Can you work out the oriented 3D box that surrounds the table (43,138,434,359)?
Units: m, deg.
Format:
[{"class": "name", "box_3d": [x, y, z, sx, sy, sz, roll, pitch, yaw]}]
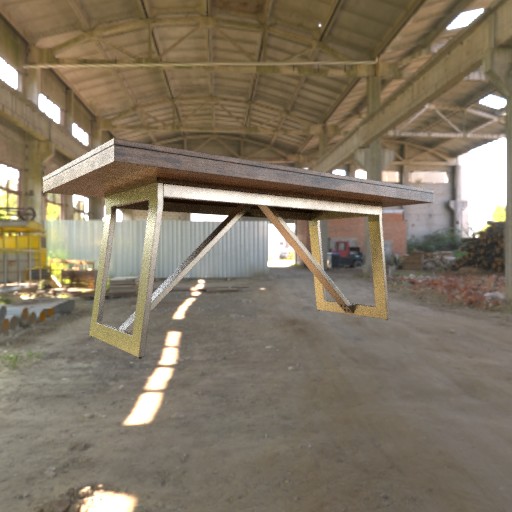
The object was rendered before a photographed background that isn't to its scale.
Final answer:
[{"class": "table", "box_3d": [0.000, 0.000, 2.340, 1.867, 0.757, 0.931, 0, 1, -38]}]
